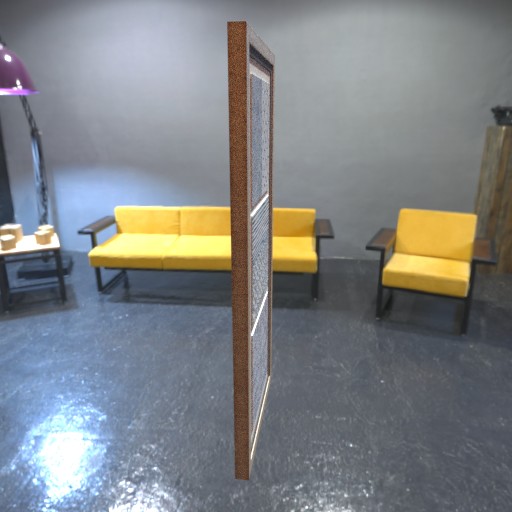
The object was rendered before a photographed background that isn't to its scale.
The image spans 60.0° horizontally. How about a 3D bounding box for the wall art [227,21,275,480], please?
[{"bbox_3d":[0.000,0.000,1.659,0.051,1.461,0.648,3,17,8],"label":"wall art"}]
